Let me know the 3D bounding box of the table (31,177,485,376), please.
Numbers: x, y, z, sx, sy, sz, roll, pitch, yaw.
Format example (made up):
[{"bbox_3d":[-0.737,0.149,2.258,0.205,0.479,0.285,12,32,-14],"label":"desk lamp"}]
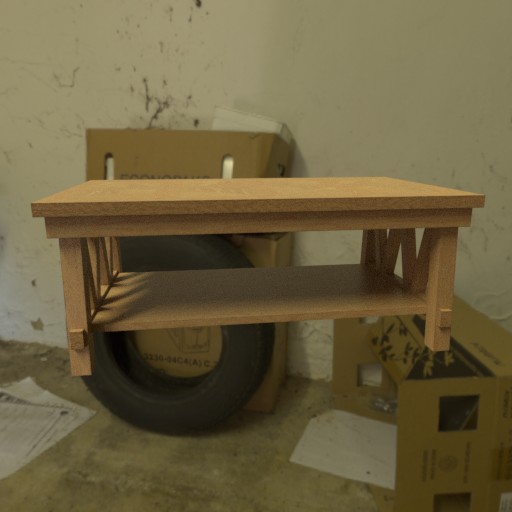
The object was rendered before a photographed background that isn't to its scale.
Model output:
[{"bbox_3d":[0.000,0.000,1.628,1.270,0.507,0.711,-2,15,-8],"label":"table"}]
